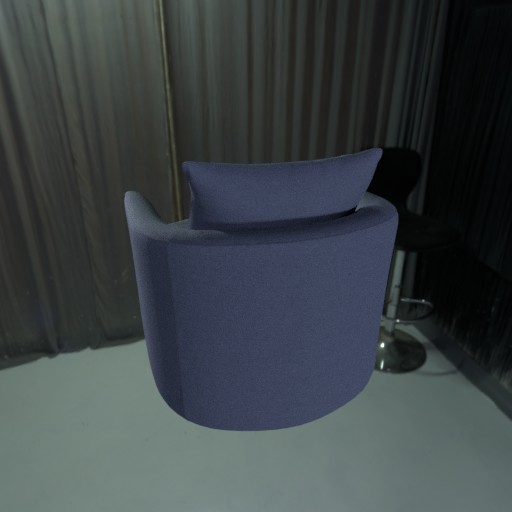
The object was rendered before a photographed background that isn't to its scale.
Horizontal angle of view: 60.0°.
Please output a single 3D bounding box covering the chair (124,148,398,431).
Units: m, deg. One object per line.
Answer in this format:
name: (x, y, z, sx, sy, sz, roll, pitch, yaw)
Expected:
chair: (0.000, 0.000, 1.591, 0.845, 0.848, 0.910, -8, 27, -16)
